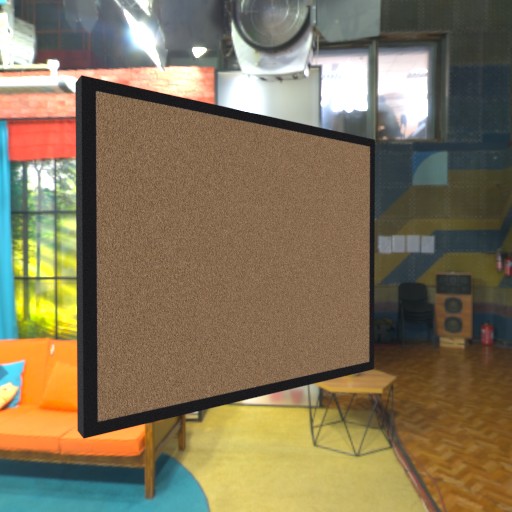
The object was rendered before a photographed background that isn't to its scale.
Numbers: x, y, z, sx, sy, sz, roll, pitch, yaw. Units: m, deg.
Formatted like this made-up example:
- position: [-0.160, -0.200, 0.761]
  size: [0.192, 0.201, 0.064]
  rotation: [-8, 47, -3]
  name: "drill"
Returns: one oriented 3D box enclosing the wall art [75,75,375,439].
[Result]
- position: [0.000, 0.000, 0.727]
  size: [0.554, 0.454, 0.030]
  rotation: [-1, 1, -36]
  name: "wall art"
